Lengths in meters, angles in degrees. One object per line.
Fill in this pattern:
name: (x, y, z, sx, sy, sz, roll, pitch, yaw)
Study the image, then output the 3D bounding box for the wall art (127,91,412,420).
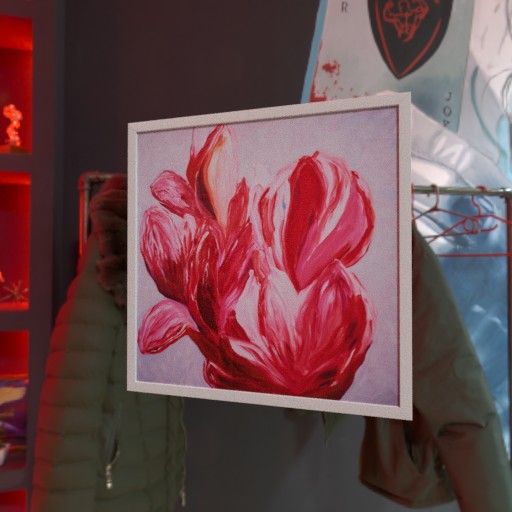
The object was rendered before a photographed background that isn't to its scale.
wall art: (0.000, 0.000, 1.217, 0.805, 0.803, 0.022, 0, -1, 18)
